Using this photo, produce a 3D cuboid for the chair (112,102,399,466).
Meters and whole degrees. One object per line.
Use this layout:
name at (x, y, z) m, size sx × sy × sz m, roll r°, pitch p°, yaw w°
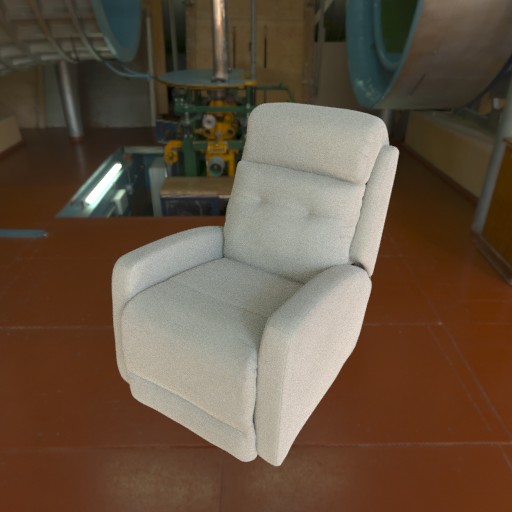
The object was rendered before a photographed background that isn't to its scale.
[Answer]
chair at (0.000, 0.000, 1.737) m, size 0.798 × 1.013 × 1.043 m, roll 18°, pitch 34°, yaw 29°
